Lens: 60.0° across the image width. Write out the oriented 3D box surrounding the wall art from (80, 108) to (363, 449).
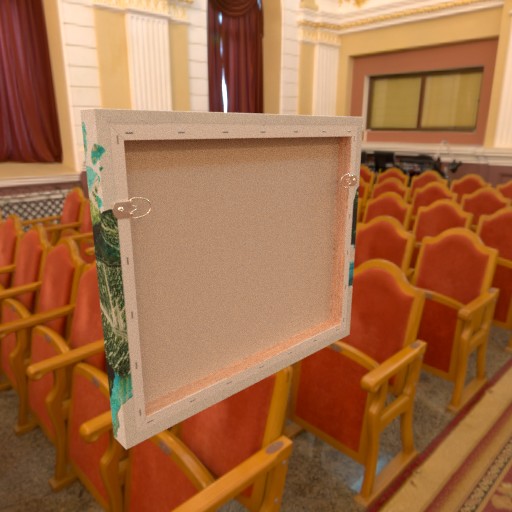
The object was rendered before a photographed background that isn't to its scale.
[{"bbox_3d":[0.000,0.000,0.712,0.507,0.435,0.041,-14,21,-41],"label":"wall art"}]
